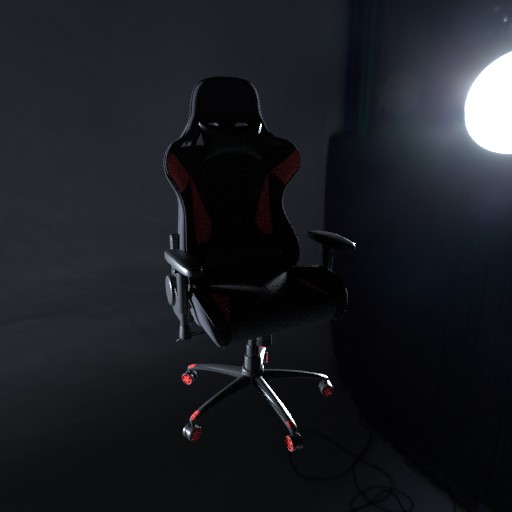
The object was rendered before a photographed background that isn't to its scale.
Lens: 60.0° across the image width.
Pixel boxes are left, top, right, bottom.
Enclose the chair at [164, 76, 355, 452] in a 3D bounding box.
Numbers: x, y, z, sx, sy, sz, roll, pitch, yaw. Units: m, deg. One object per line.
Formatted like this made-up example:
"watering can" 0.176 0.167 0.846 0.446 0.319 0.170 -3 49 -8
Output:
"chair" 0.000 0.000 1.706 0.695 1.326 0.658 -9 19 -26
